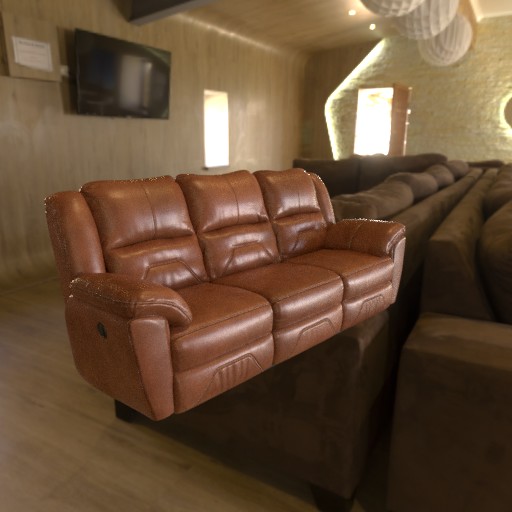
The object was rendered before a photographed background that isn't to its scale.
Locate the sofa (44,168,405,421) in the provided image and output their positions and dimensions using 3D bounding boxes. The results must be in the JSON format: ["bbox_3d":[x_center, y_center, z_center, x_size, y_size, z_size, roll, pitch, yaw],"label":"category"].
[{"bbox_3d":[0.000,0.000,2.863,2.337,1.043,0.991,-14,20,-43],"label":"sofa"}]
